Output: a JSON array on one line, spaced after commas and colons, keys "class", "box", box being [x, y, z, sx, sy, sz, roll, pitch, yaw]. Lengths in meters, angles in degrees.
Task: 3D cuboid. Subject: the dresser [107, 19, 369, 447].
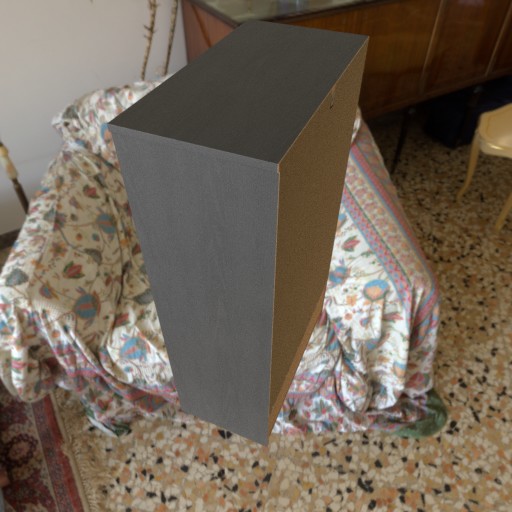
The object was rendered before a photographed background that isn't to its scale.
[{"class": "dresser", "box": [0.000, 0.000, 1.514, 0.399, 1.255, 0.704, 17, 47, 16]}]
